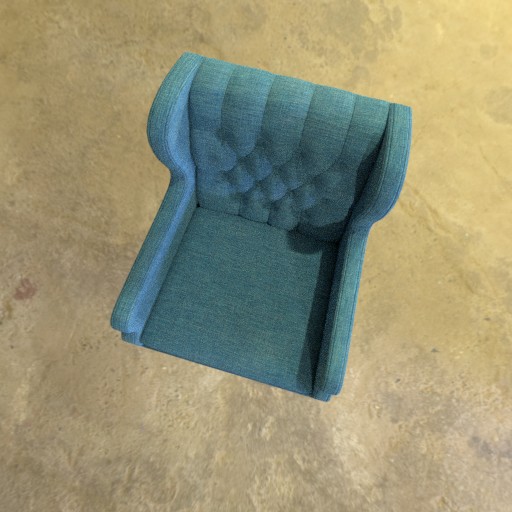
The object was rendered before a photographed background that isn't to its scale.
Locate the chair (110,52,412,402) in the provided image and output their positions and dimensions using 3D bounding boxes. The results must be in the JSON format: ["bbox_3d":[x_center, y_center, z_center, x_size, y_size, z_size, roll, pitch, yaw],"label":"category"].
[{"bbox_3d":[0.000,0.000,1.483,0.711,0.952,0.775,16,75,4],"label":"chair"}]
